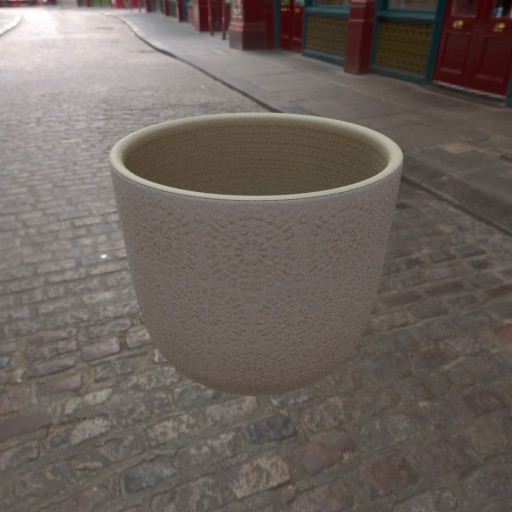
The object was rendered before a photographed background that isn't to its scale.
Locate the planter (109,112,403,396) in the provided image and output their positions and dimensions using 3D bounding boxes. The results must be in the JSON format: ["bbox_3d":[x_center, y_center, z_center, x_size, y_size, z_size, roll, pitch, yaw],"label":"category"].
[{"bbox_3d":[0.000,0.000,0.371,0.208,0.190,0.208,0,30,0],"label":"planter"}]
